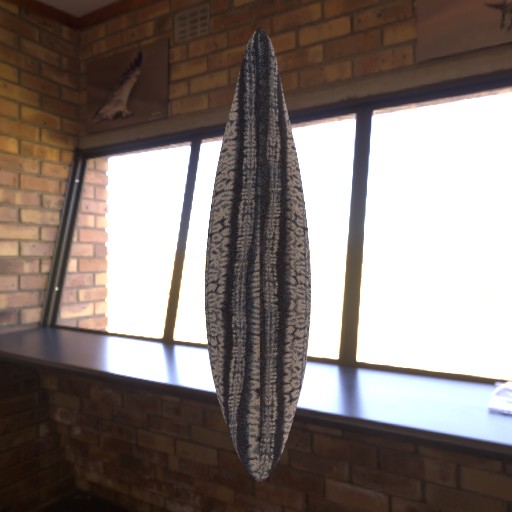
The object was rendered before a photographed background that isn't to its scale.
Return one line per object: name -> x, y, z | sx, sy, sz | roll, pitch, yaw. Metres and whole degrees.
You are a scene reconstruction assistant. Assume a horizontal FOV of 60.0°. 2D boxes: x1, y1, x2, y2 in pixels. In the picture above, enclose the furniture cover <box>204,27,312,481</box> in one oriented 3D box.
furniture cover -> 0.000, 0.000, 0.631 | 0.133, 0.435, 0.425 | 0, -1, -1
